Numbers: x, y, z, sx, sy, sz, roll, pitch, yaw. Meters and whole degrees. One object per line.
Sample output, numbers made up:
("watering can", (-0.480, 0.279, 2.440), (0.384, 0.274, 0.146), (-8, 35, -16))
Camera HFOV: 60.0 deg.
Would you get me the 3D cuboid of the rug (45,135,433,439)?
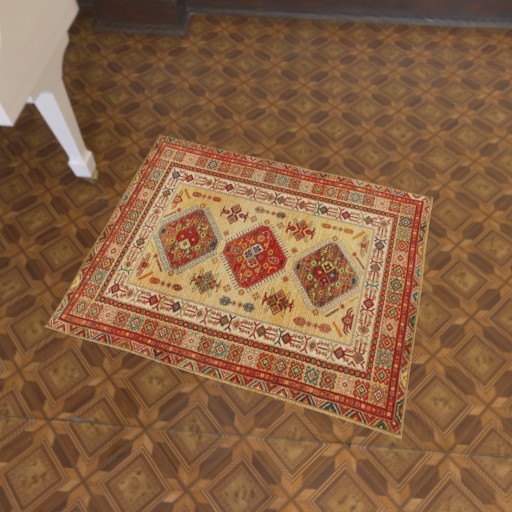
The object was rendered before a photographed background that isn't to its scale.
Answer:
("rug", (0.000, 0.000, 4.197), (3.067, 0.005, 2.460), (15, 59, 9))
